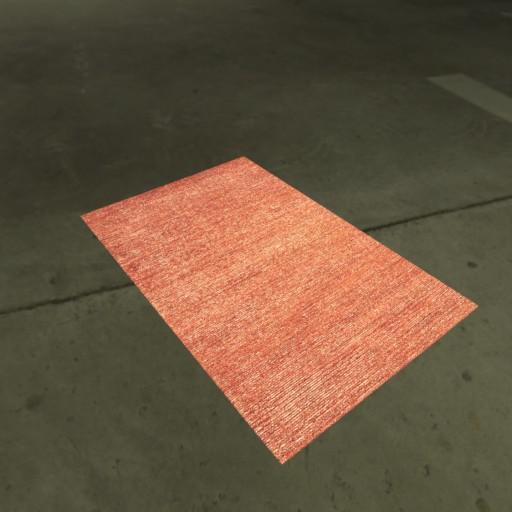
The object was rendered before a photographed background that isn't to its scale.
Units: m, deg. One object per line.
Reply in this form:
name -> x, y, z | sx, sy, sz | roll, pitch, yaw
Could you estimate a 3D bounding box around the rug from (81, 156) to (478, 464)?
rug -> 0.000, 0.000, 2.219 | 1.139, 0.011, 1.747 | -27, 47, -28
